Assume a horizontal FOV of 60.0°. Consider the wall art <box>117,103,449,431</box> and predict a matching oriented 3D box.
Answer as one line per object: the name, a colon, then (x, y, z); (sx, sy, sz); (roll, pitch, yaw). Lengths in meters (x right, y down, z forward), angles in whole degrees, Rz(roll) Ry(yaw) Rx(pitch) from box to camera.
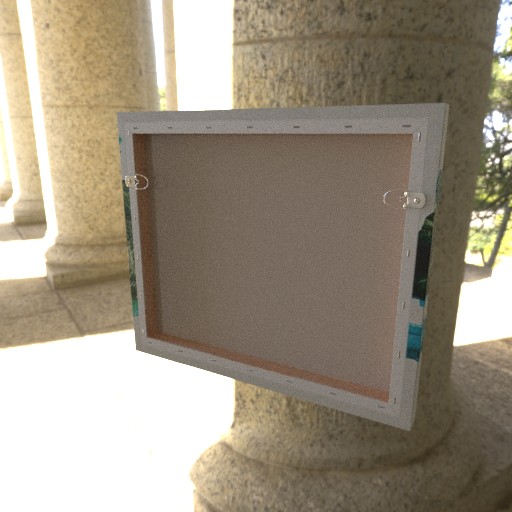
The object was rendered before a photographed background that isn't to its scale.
wall art: (0.000, 0.000, 0.690); (0.507, 0.435, 0.041); (8, 17, 27)
